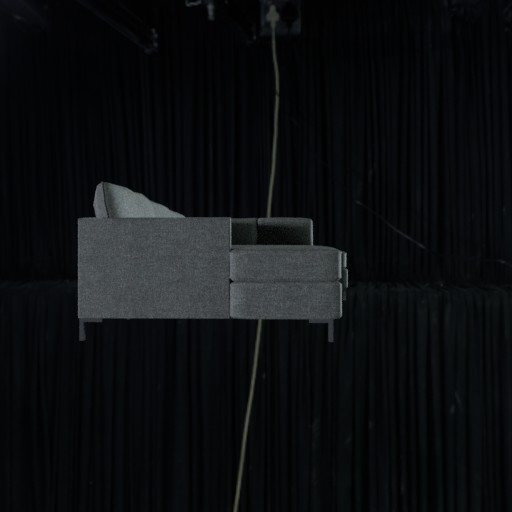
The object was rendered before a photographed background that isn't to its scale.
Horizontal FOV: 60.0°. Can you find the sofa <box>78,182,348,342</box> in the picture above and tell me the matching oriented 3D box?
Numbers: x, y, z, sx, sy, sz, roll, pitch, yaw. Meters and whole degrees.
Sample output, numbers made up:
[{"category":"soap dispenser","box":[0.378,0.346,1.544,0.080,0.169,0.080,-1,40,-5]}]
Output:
[{"category":"sofa","box":[0.000,0.000,4.274,2.048,0.999,3.423,0,0,1]}]
